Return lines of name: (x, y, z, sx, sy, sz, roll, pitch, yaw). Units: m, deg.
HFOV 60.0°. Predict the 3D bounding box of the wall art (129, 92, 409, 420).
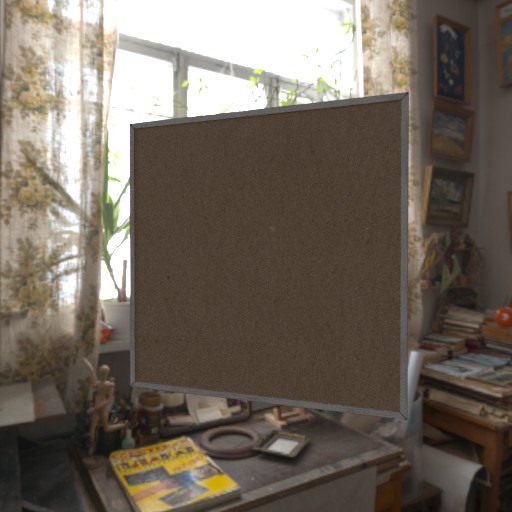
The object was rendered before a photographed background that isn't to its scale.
wall art: (0.000, 0.000, 1.174, 0.762, 0.762, 0.038, 0, 1, 19)
